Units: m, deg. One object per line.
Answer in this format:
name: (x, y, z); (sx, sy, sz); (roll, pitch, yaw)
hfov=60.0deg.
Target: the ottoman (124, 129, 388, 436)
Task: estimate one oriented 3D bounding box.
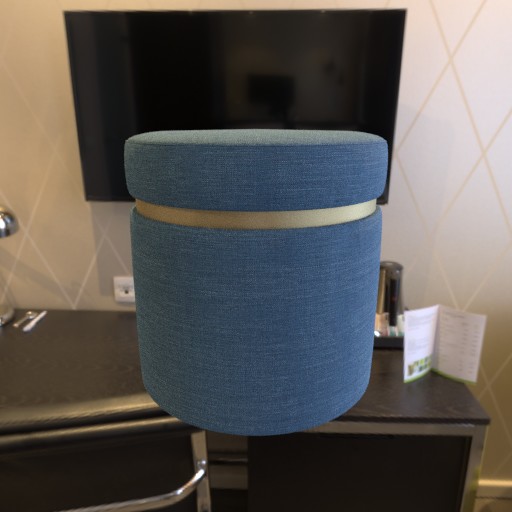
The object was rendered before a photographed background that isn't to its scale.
ottoman: (0.000, 0.000, 0.738); (0.398, 0.406, 0.398); (0, 16, 0)
